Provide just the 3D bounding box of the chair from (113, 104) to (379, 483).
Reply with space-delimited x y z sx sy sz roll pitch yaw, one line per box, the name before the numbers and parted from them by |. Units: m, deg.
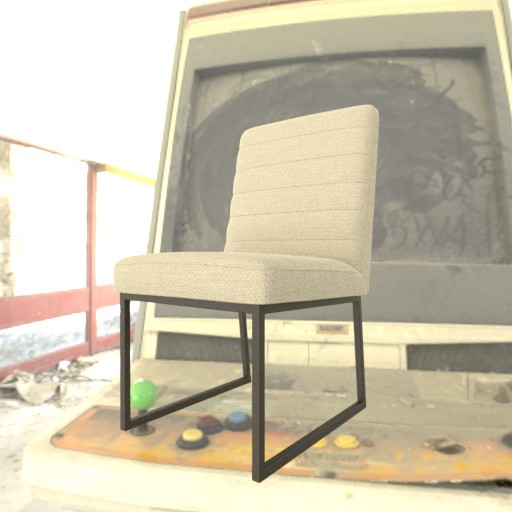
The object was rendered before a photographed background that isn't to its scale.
chair | 0.000 0.000 1.285 0.520 0.930 0.634 0 1 37
